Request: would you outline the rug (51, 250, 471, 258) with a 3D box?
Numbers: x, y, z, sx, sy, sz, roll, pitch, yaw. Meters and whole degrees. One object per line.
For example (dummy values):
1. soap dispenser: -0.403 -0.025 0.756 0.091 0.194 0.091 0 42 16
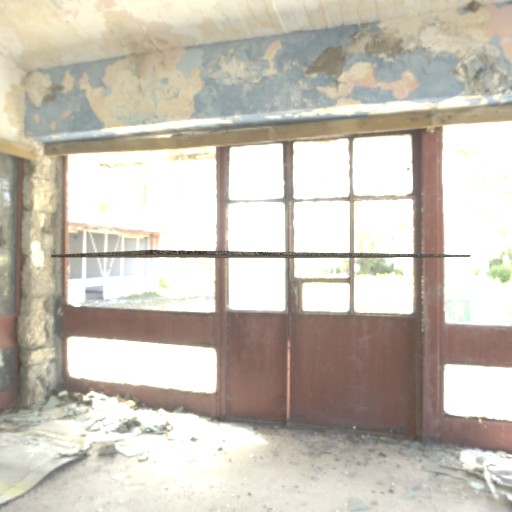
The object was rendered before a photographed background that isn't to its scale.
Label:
1. rug: 0.000 0.000 4.040 3.000 0.025 2.401 0 -1 -36
